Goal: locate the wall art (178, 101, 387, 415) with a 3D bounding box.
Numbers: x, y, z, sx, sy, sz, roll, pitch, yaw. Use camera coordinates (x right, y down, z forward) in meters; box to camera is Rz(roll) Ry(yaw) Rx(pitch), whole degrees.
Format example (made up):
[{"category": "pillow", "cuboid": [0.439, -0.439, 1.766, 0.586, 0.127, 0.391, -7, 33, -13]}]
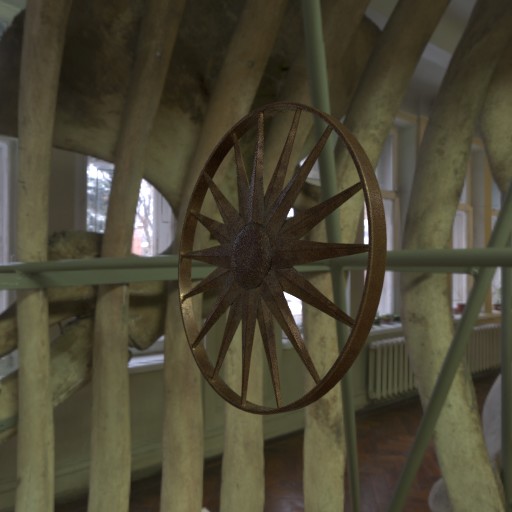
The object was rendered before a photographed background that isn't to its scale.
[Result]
[{"category": "wall art", "cuboid": [0.000, 0.000, 0.862, 0.084, 0.583, 0.582, 0, -1, -37]}]
